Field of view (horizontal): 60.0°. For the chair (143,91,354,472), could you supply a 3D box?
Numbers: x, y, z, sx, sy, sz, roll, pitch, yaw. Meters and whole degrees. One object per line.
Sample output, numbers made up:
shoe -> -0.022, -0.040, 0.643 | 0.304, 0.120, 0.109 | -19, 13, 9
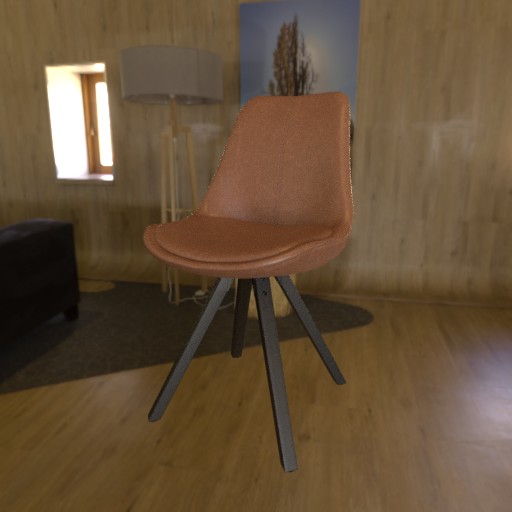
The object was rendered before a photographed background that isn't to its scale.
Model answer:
chair -> 0.000, 0.000, 1.166 | 0.475, 0.850, 0.550 | 8, 16, 27
